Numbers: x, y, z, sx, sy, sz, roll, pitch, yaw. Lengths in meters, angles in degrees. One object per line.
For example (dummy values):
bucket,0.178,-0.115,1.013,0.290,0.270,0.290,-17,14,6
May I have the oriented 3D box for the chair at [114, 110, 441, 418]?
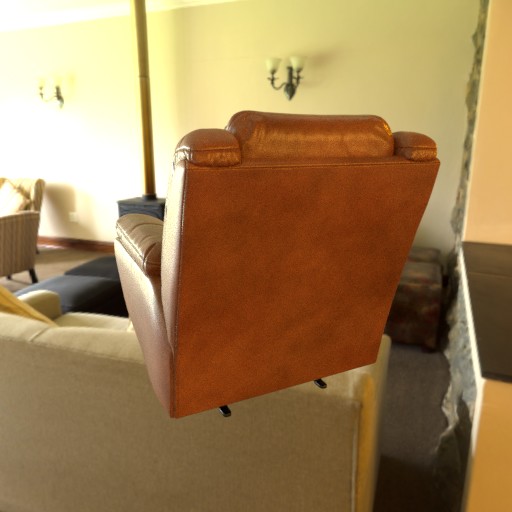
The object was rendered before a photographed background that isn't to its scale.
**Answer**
chair,0.000,0.000,1.844,0.990,1.093,1.041,-7,16,-26
